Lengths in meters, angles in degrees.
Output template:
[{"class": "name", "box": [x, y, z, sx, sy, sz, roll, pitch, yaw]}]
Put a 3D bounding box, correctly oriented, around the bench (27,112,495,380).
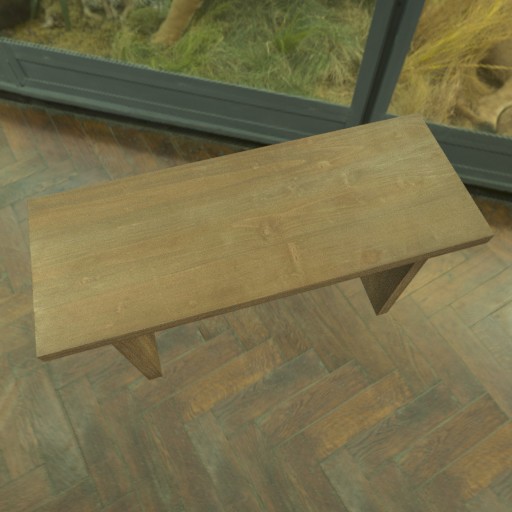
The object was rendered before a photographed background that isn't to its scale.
[{"class": "bench", "box": [0.000, 0.000, 1.401, 1.183, 0.458, 0.458, -14, 63, -7]}]
